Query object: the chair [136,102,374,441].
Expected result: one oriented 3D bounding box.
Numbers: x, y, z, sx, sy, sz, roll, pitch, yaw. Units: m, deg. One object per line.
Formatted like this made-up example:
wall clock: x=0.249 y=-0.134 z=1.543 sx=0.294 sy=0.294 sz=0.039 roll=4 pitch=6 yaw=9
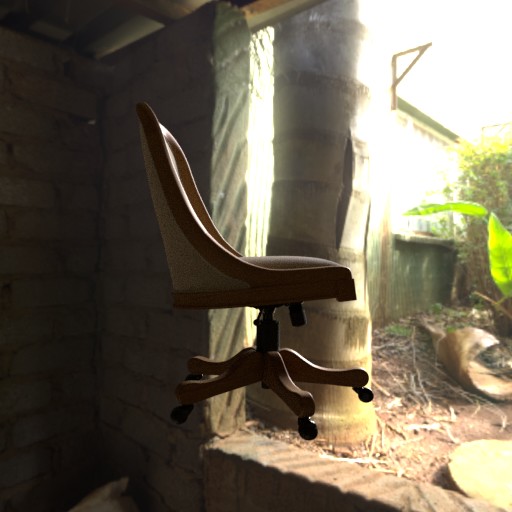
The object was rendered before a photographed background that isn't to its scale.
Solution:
chair: x=0.000 y=0.000 z=1.544 sx=0.811 sy=1.009 sz=0.702 roll=0 pitch=-1 yaw=2
